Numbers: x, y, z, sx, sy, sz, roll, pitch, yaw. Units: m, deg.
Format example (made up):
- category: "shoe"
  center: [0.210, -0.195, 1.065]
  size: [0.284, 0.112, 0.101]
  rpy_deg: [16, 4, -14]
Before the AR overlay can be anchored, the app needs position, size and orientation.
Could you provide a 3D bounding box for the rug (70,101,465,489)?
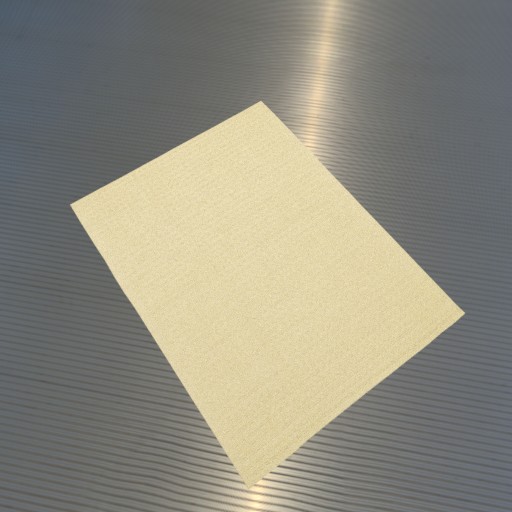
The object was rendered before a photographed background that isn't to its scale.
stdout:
- category: "rug"
  center: [0.000, 0.000, 4.317]
  size: [2.452, 0.016, 3.204]
  rpy_deg: [-33, 69, -15]
